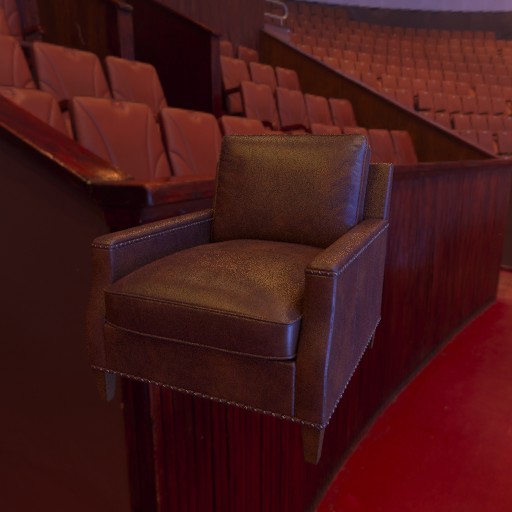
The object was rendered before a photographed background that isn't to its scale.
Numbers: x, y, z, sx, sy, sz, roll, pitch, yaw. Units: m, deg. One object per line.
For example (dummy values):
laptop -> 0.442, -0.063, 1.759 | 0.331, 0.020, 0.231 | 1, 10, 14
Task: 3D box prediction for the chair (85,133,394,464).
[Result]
chair -> 0.000, 0.000, 1.706 | 0.853, 0.929, 1.014 | 6, 15, 24
